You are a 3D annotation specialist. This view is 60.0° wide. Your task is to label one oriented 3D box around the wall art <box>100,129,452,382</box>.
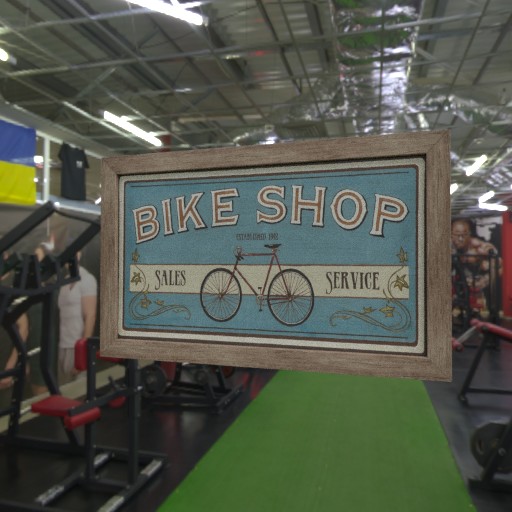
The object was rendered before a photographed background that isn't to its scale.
[{"bbox_3d":[0.000,0.000,0.964,0.780,0.480,0.021,0,-1,17],"label":"wall art"}]
